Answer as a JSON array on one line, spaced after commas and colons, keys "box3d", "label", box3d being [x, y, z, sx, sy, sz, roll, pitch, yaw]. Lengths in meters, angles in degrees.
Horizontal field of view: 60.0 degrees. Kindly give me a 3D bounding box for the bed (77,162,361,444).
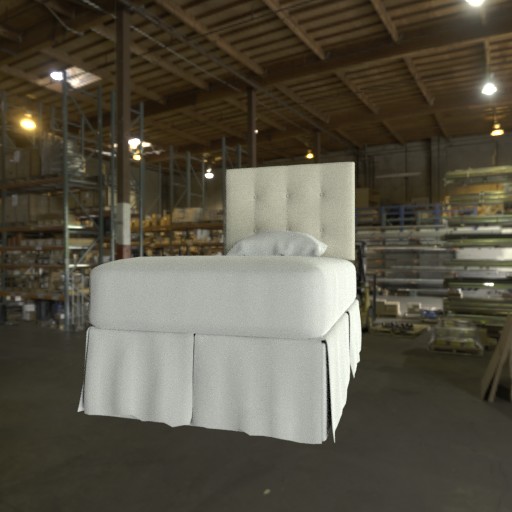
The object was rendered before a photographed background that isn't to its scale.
[{"box3d": [0.000, 0.000, 2.922, 1.261, 1.571, 1.997, 0, 0, 17], "label": "bed"}]
